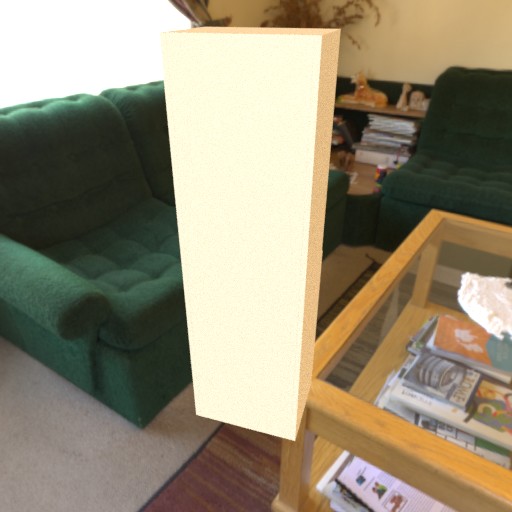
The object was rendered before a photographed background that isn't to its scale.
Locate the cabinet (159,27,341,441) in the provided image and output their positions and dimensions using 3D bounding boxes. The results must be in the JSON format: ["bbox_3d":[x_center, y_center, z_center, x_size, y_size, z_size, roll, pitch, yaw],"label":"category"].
[{"bbox_3d":[0.000,0.000,1.486,0.400,1.350,0.300,9,31,15],"label":"cabinet"}]
